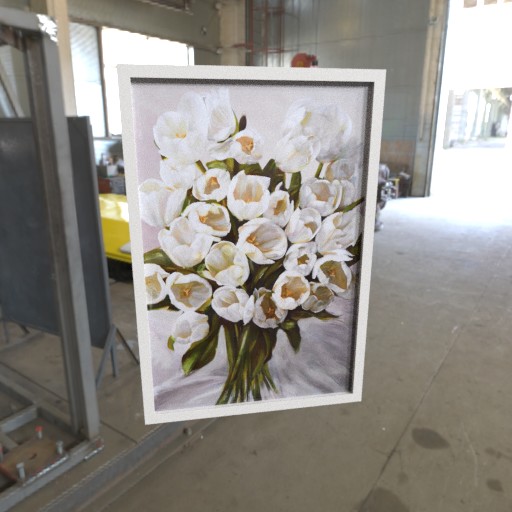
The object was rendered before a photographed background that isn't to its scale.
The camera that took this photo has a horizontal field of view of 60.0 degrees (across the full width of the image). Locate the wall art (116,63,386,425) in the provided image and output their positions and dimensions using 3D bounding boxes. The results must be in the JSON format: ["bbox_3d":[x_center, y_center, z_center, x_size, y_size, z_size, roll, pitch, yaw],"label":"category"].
[{"bbox_3d":[0.000,0.000,0.544,0.293,0.428,0.025,-3,16,-10],"label":"wall art"}]
